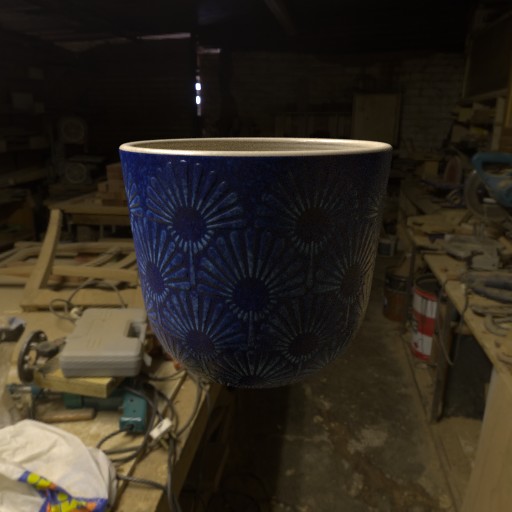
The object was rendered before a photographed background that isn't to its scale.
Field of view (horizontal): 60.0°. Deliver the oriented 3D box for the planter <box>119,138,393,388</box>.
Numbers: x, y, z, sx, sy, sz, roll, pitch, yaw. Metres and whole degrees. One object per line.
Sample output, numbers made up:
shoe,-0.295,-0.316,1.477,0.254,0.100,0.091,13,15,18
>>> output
planter,0.000,0.000,0.308,0.170,0.153,0.170,0,17,0
